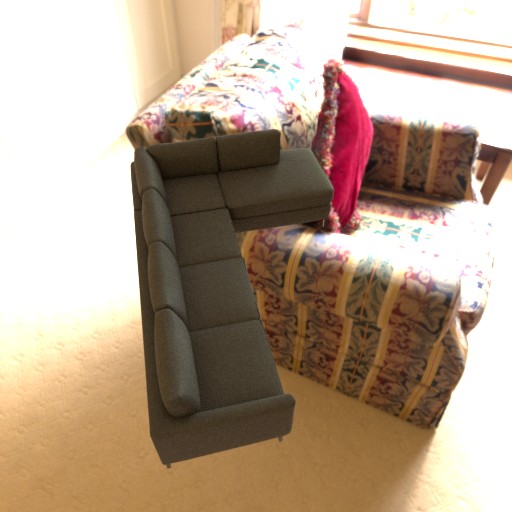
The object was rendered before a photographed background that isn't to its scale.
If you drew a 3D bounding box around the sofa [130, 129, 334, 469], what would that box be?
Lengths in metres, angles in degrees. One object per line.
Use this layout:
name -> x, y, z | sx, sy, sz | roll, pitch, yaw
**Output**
sofa -> 0.000, 0.000, 3.877 | 1.984, 0.858, 2.972 | -10, 47, -9
